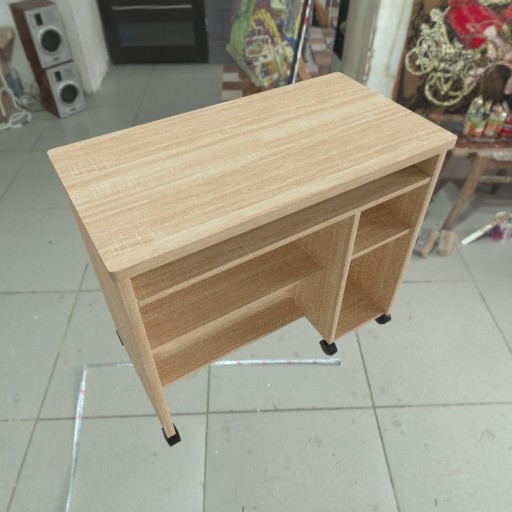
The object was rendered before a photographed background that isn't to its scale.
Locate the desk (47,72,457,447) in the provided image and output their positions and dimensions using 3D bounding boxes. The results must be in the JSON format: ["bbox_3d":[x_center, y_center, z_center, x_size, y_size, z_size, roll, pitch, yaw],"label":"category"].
[{"bbox_3d":[0.000,0.000,1.344,0.884,0.770,0.480,-23,49,-22],"label":"desk"}]
